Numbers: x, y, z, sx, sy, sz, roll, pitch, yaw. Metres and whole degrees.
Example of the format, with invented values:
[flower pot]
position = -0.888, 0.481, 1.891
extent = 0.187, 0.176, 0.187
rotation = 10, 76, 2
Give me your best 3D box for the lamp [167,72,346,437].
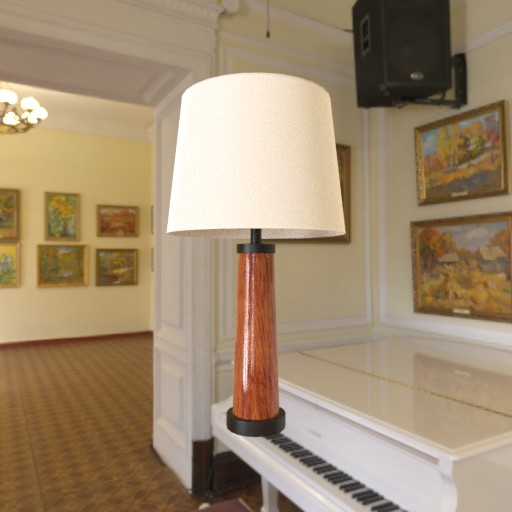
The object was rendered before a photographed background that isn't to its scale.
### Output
[lamp]
position = 0.000, 0.000, 0.875
extent = 0.349, 0.667, 0.349
rotation = 0, -1, 0
